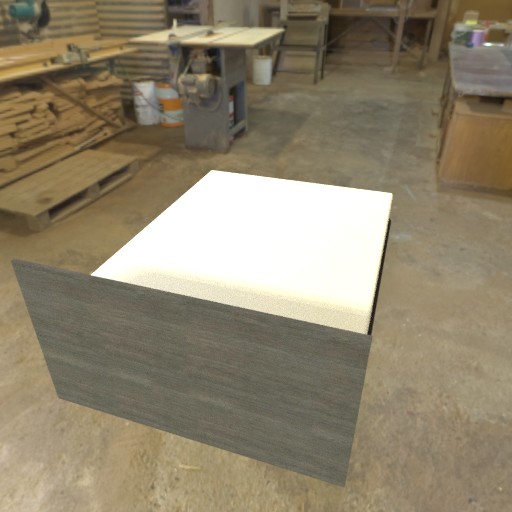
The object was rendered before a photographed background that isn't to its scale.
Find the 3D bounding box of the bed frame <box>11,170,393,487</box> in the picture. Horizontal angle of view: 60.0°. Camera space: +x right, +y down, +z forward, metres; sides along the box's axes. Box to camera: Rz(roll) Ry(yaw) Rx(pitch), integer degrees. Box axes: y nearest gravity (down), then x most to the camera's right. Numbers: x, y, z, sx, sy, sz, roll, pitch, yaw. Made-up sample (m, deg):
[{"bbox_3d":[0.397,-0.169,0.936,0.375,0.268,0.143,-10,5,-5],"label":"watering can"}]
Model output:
[{"bbox_3d":[0.000,0.000,2.531,1.400,0.800,1.900,10,33,16],"label":"bed frame"}]
